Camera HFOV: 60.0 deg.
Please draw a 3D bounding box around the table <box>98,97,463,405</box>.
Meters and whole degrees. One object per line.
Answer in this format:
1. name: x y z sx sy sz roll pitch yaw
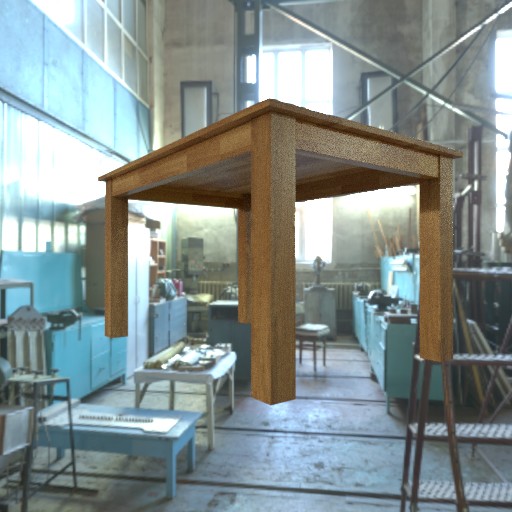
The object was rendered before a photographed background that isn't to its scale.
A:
1. table: 0.000 0.000 1.850 0.900 0.750 1.300 0 -1 -37
